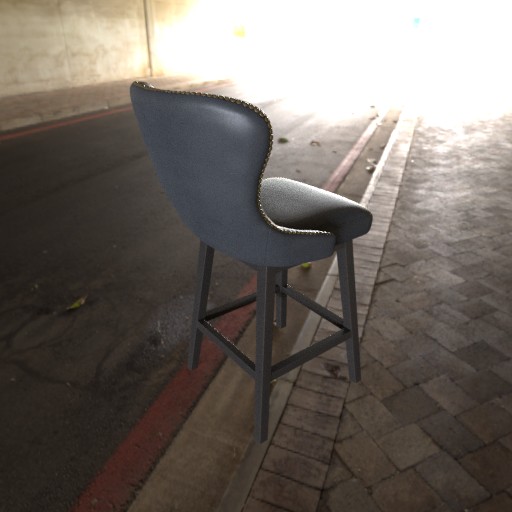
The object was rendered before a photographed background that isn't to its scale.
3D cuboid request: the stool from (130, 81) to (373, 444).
[{"bbox_3d":[0.000,0.000,1.308,0.593,0.971,0.528,-19,32,-33],"label":"stool"}]
